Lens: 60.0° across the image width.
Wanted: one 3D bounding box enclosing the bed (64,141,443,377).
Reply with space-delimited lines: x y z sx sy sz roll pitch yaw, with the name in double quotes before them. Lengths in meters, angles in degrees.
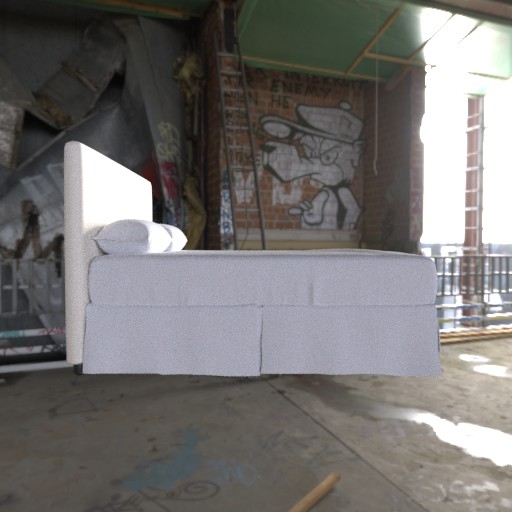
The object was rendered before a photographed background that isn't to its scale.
"bed" 0.000 0.000 3.262 2.142 1.330 1.713 0 2 0
